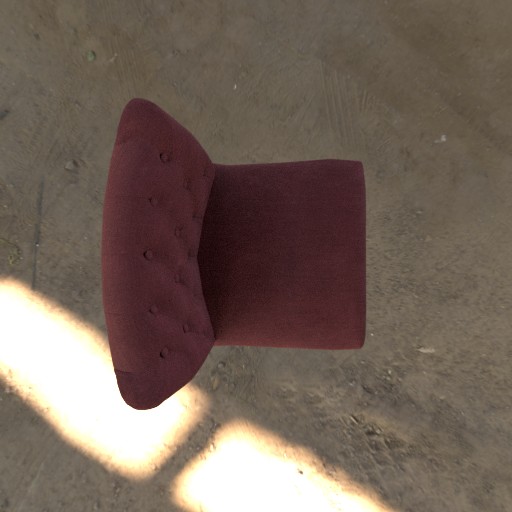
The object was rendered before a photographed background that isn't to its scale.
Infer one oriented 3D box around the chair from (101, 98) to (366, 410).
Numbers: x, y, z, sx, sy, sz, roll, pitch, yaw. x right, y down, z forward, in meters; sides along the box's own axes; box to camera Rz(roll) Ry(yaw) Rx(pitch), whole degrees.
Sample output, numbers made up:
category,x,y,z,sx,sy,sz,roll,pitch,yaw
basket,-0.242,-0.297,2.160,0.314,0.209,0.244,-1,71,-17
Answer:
category,x,y,z,sx,sy,sz,roll,pitch,yaw
chair,0.000,0.000,1.184,0.605,0.750,0.582,0,89,-1
